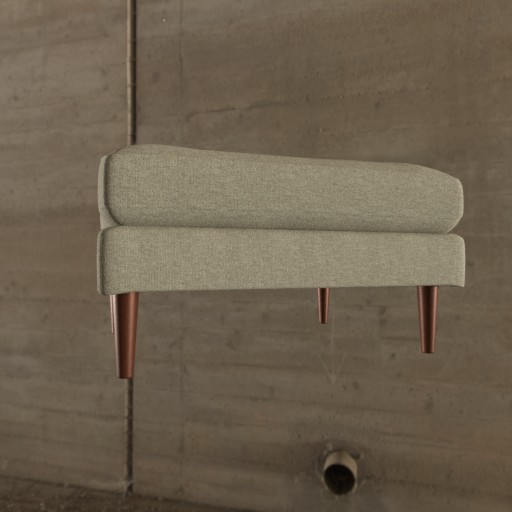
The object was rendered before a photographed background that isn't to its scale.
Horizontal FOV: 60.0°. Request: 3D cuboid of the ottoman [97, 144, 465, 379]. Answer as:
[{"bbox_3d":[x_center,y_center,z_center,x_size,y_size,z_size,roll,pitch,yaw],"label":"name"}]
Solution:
[{"bbox_3d":[0.000,0.000,1.229,0.821,0.474,0.693,0,-1,-19],"label":"ottoman"}]
